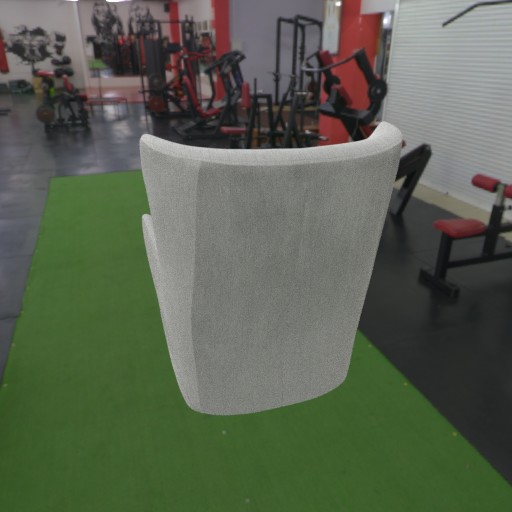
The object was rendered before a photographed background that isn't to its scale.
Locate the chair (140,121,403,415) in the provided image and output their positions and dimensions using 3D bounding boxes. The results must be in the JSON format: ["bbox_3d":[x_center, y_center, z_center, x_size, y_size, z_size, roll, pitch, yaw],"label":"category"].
[{"bbox_3d":[0.000,0.000,1.671,0.779,1.000,0.904,-7,26,-15],"label":"chair"}]
